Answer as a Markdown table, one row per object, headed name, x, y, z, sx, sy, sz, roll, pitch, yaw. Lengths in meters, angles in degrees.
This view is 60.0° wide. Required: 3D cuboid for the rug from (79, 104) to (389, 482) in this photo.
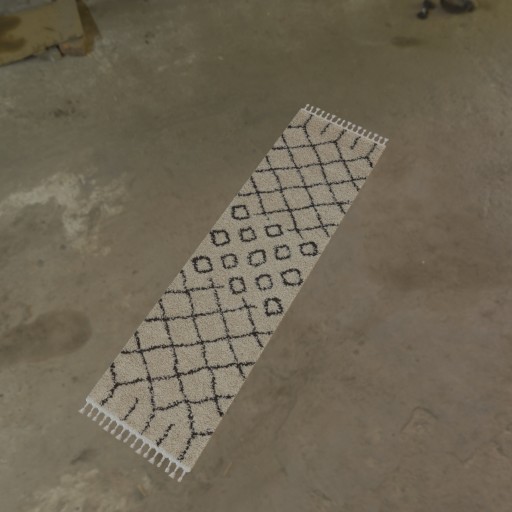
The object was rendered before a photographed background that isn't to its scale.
| name | x | y | z | sx | sy | sz | roll | pitch | yaw |
| --- | --- | --- | --- | --- | --- | --- | --- | --- | --- |
| rug | 0.000 | 0.000 | 2.664 | 0.660 | 0.005 | 2.464 | 29 | 68 | 13 |
